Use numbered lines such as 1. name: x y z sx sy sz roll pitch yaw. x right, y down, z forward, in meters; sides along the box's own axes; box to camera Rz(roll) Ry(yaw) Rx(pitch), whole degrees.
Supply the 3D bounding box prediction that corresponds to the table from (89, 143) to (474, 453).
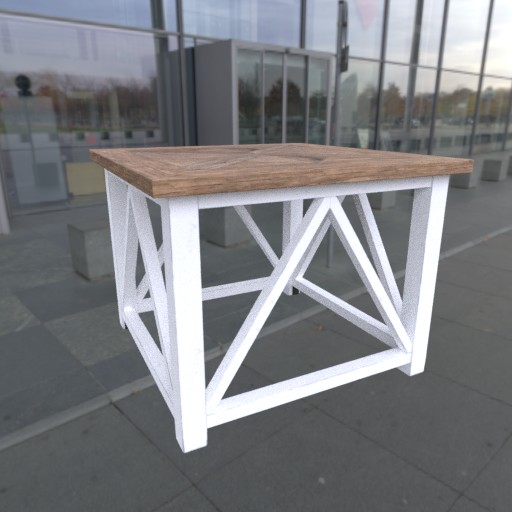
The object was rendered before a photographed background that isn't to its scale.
1. table: 0.000 0.000 1.181 0.700 0.532 0.700 -9 19 -26
